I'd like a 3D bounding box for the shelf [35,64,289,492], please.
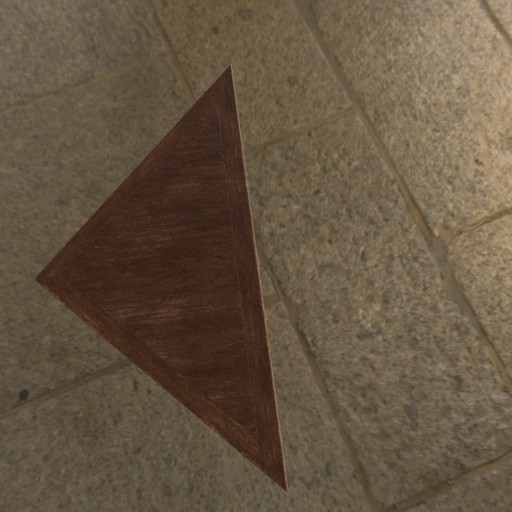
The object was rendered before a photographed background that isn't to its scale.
[{"bbox_3d":[0.000,0.000,0.436,0.296,0.035,0.296,37,78,9],"label":"shelf"}]
